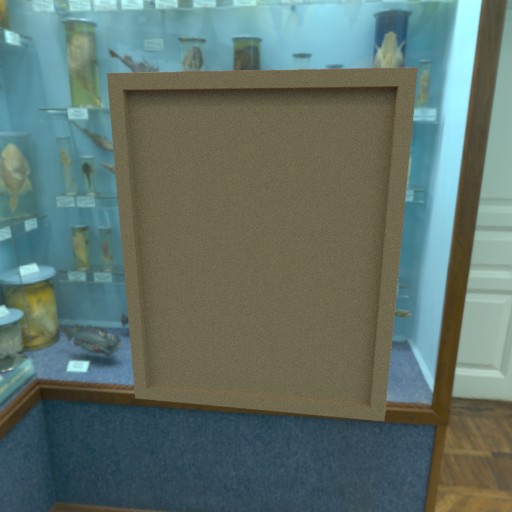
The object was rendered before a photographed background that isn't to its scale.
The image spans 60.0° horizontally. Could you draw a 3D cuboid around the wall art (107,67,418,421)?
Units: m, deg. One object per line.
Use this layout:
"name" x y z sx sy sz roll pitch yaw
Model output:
"wall art" 0.000 0.000 0.657 0.406 0.508 0.028 2 16 8
